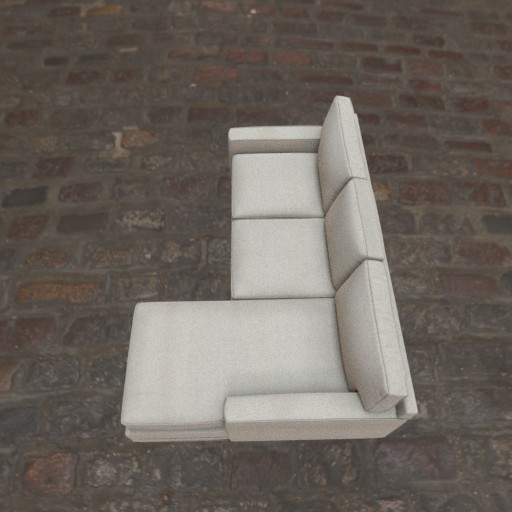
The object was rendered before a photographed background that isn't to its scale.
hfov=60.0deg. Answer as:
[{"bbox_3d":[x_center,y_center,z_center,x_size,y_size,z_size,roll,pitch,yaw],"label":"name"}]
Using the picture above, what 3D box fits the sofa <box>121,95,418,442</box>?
[{"bbox_3d":[0.000,0.000,2.832,1.496,0.861,2.087,-1,58,-1],"label":"sofa"}]
